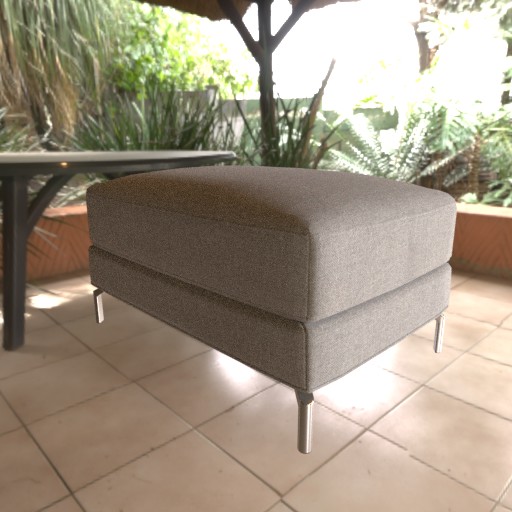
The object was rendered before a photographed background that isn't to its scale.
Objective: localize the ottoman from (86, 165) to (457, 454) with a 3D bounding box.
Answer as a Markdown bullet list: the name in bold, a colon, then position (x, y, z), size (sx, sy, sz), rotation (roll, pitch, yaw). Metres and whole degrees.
- **ottoman**: position (0.000, 0.000, 1.175), size (0.584, 0.457, 0.838), rotation (-14, 21, -43)
